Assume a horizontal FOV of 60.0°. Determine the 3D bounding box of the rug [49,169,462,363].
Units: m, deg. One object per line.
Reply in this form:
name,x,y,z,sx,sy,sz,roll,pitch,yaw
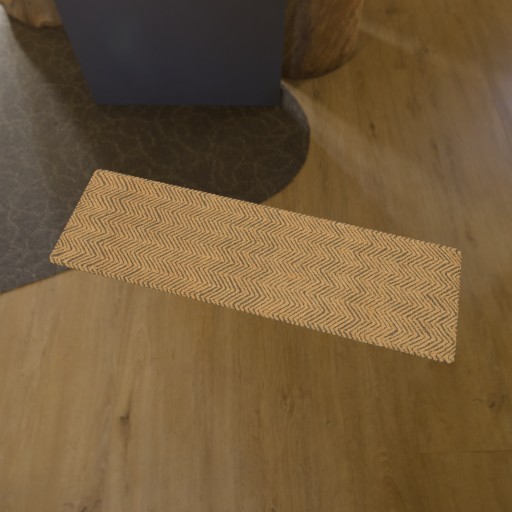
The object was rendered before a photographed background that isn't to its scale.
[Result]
rug,0.000,0.000,2.553,2.286,0.008,0.686,13,64,7
